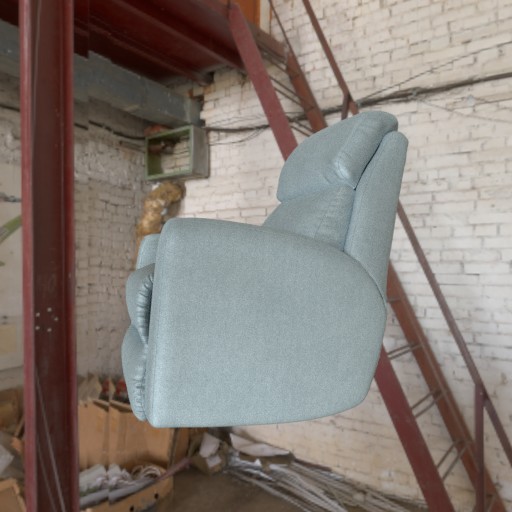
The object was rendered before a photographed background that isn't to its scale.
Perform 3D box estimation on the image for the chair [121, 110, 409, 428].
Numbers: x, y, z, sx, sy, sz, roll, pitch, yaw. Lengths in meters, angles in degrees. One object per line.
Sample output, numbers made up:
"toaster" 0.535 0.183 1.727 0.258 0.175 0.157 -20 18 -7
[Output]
"chair" 0.000 0.000 1.653 0.940 1.016 0.794 0 -1 -19
